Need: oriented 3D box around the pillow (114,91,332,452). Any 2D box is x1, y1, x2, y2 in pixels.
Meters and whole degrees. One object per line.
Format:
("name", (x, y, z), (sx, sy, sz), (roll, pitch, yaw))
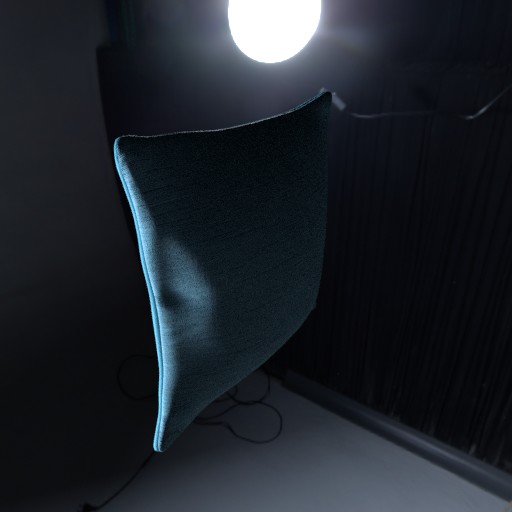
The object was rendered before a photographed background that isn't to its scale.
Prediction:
("pillow", (0.000, 0.000, 0.647), (0.151, 0.415, 0.433), (18, 32, 31))
